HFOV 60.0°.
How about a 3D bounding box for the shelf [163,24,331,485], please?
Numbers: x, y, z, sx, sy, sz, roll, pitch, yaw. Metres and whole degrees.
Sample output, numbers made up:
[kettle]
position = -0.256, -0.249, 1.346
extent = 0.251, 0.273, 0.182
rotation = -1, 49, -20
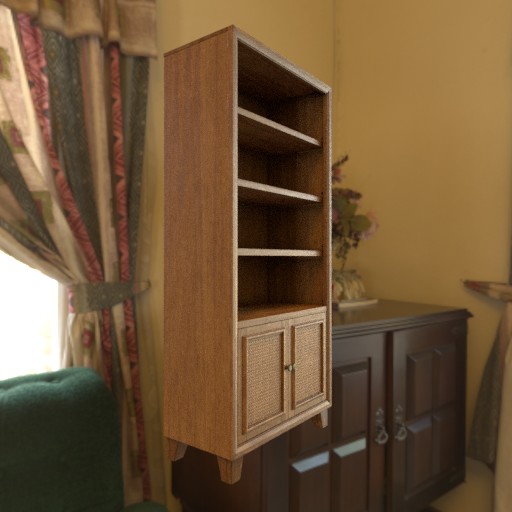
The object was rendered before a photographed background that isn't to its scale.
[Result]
[shelf]
position = 0.000, 0.000, 2.317
extent = 0.453, 1.930, 0.864
rotation = 0, 0, 38
